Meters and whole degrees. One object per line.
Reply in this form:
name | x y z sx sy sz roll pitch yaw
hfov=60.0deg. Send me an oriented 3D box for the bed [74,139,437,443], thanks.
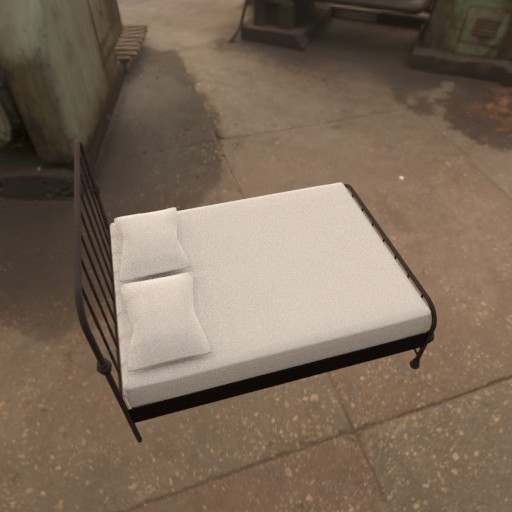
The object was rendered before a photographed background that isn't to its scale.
bed | 0.000 0.000 3.159 2.134 1.446 1.616 -12 47 -11
